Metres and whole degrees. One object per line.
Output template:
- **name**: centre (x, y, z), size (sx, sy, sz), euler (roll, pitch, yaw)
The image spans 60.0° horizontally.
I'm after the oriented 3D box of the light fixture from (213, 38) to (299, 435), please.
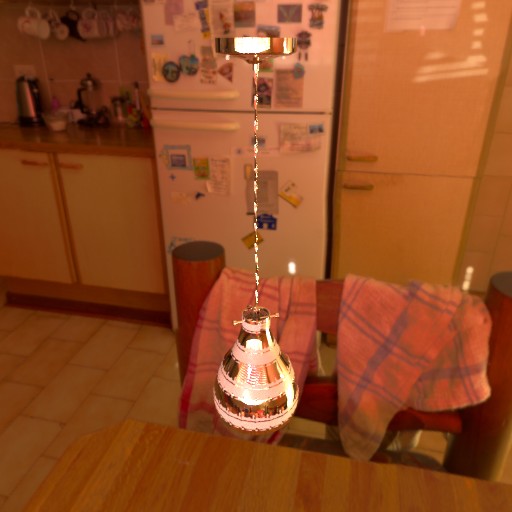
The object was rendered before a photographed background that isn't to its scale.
- **light fixture**: centre (0.000, 0.000, 1.651), size (0.374, 1.457, 0.374), euler (-8, 27, -16)
